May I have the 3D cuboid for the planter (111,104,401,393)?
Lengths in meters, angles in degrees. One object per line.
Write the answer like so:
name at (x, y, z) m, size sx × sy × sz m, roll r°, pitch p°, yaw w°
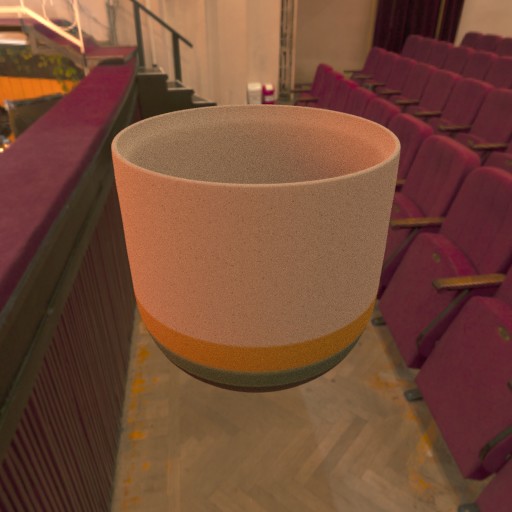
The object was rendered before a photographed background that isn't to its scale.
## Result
planter at (0.000, 0.000, 0.490) m, size 0.268 × 0.270 × 0.268 m, roll 0°, pitch 31°, yaw 0°
